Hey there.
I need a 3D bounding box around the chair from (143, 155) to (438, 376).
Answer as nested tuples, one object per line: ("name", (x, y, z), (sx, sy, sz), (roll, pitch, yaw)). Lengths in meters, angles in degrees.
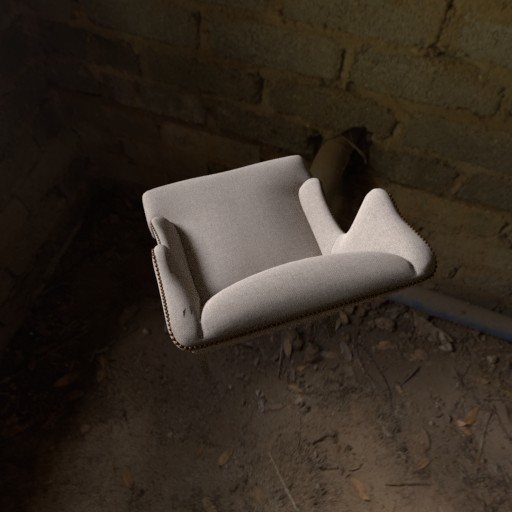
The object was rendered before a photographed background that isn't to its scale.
("chair", (0.000, 0.000, 1.680), (0.737, 1.029, 0.940), (-15, 60, -9))
